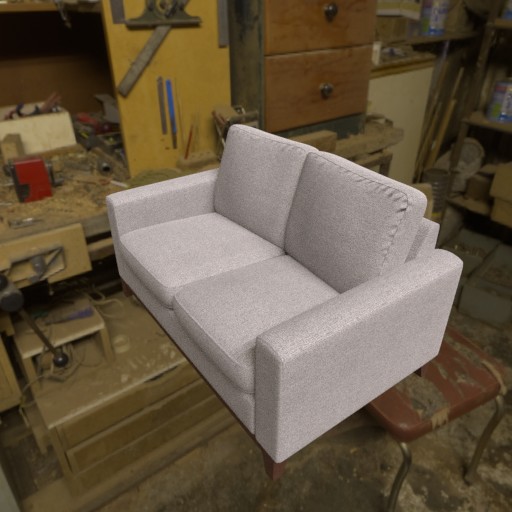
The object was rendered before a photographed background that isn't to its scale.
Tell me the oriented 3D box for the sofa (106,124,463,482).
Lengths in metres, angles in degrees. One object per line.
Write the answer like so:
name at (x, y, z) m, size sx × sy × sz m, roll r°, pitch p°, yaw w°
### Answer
sofa at (0.000, 0.000, 2.006) m, size 0.917 × 0.873 × 1.420 m, roll -20°, pitch 37°, yaw -30°
